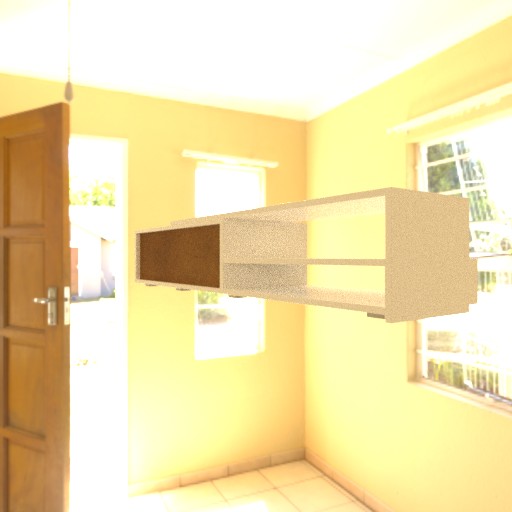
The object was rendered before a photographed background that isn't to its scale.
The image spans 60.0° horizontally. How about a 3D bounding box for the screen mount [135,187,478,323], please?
[{"bbox_3d":[0.000,0.000,1.841,0.420,0.320,1.680,0,0,-35],"label":"screen mount"}]
